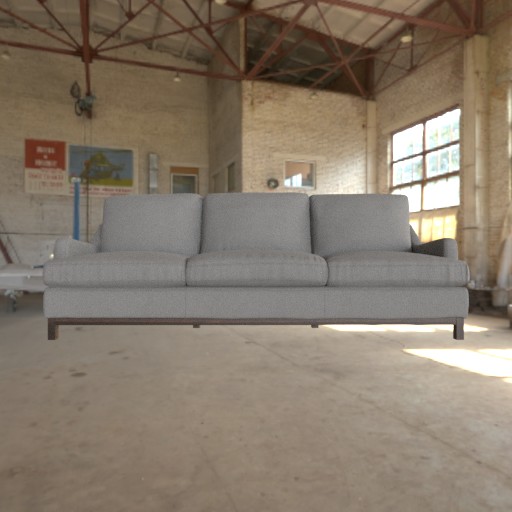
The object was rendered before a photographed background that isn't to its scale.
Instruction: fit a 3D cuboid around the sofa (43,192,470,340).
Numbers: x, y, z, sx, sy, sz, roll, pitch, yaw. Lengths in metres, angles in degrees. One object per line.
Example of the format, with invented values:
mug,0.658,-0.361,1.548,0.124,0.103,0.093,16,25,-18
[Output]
sofa,0.000,0.000,2.877,2.344,0.926,0.987,0,0,0
